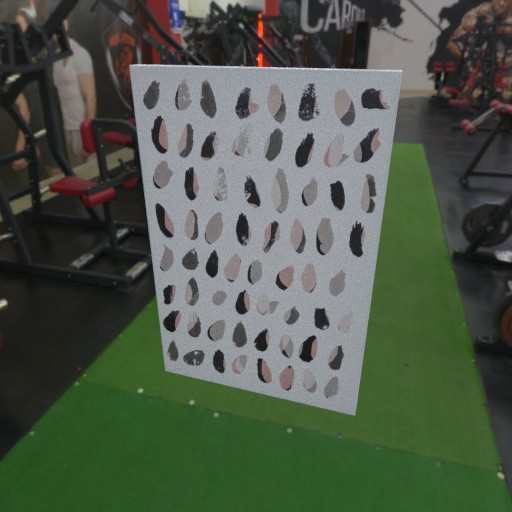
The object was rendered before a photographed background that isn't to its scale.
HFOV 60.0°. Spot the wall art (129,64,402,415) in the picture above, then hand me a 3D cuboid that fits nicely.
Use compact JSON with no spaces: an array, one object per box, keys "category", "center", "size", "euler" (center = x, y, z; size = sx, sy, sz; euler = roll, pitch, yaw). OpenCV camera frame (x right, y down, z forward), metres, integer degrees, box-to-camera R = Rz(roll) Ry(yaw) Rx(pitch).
[{"category":"wall art","center":[0.000,0.000,1.168],"size":[0.610,0.916,0.037],"euler":[8,28,16]}]
